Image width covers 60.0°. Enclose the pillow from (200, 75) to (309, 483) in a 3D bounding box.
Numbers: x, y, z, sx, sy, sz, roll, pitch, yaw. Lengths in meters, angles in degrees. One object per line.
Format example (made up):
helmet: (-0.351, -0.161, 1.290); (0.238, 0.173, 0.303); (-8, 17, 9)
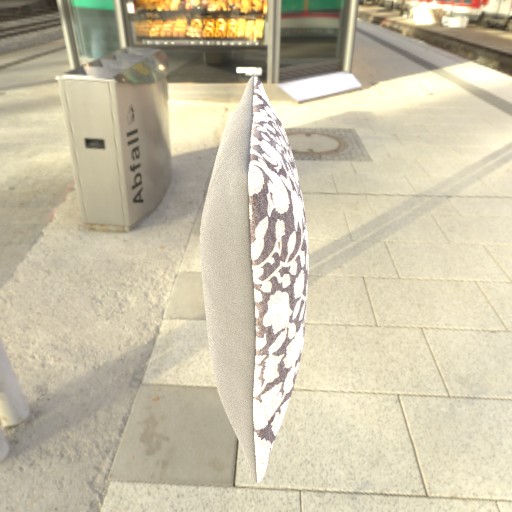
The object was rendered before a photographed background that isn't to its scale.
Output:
pillow: (0.000, 0.000, 0.775); (0.166, 0.507, 0.526); (0, 32, 0)
